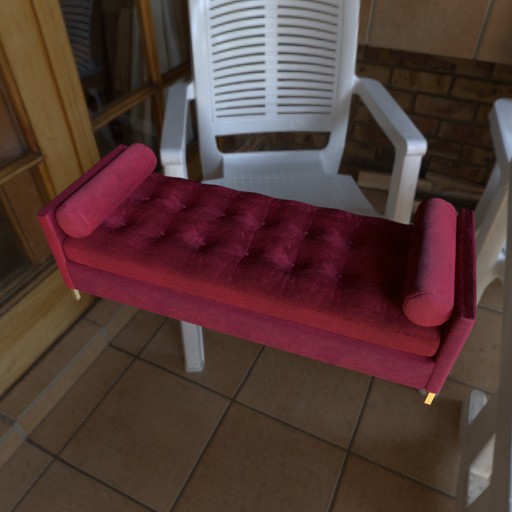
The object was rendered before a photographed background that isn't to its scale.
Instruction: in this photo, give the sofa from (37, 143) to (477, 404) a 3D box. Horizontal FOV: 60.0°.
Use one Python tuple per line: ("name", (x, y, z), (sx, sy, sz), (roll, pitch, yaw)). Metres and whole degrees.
("sofa", (0.000, 0.000, 2.430), (2.102, 0.705, 0.796), (13, 44, 14))
